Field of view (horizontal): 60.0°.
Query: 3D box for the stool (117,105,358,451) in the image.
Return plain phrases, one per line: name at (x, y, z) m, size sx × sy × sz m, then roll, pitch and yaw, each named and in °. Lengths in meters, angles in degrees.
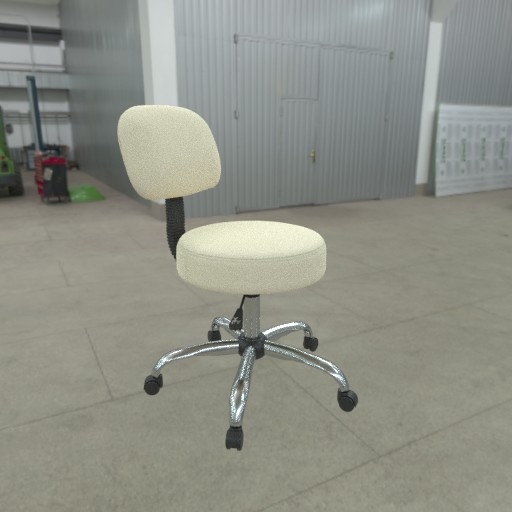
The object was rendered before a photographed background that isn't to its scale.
stool at (0.000, 0.000, 1.239) m, size 0.616 × 0.810 × 0.609 m, roll 8°, pitch 18°, yaw 25°
